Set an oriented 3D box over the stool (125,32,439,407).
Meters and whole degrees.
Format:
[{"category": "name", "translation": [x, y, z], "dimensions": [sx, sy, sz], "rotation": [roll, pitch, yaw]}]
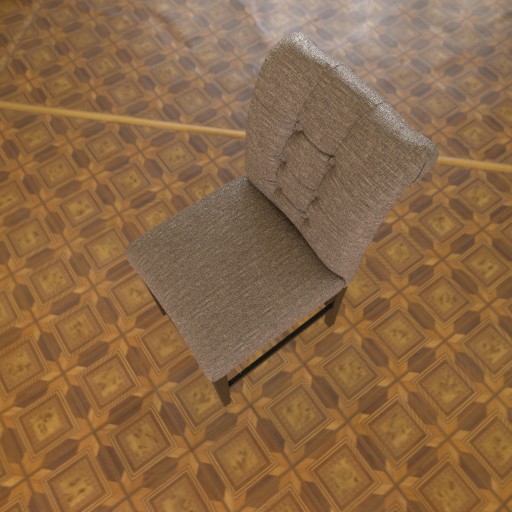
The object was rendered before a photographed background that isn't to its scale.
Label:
[{"category": "stool", "translation": [0.000, 0.000, 1.279], "dimensions": [0.611, 0.970, 0.457], "rotation": [-33, 68, -15]}]
